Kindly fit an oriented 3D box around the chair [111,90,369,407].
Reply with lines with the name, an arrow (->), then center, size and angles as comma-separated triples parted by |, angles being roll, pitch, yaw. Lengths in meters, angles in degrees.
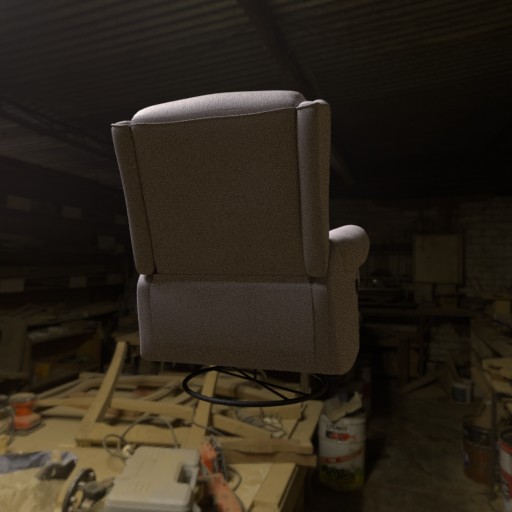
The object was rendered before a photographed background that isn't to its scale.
chair -> 0.000, 0.000, 1.761 | 0.847, 1.011, 0.969 | 0, 0, 18
